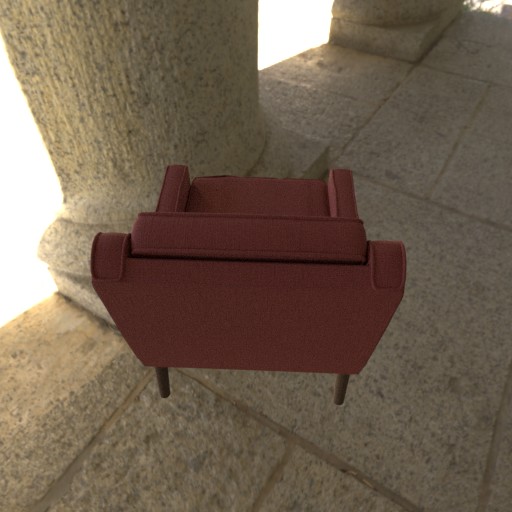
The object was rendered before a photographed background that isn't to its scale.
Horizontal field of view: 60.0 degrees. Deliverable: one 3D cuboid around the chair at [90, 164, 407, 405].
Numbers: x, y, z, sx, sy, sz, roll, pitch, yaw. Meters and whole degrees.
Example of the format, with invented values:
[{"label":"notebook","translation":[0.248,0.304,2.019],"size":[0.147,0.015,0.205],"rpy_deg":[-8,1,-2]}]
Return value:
[{"label":"chair","translation":[0.000,0.000,1.421],"size":[0.680,0.812,0.770],"rpy_deg":[2,47,2]}]
